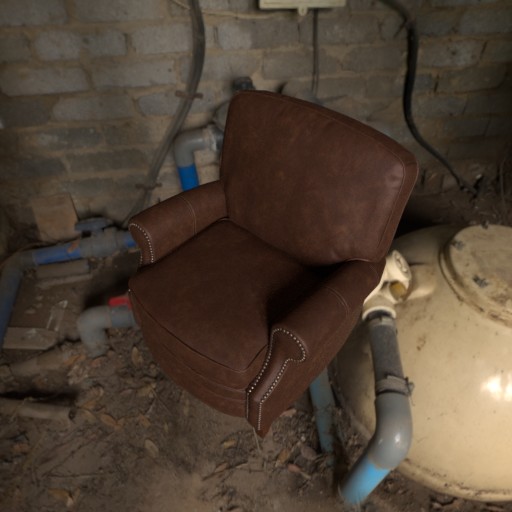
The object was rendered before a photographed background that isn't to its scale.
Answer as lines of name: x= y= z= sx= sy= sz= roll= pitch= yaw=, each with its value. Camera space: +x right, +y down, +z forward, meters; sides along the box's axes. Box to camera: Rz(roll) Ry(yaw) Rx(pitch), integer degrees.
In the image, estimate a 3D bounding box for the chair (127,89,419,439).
chair: x=0.000 y=0.000 z=1.790 sx=0.936 sy=1.018 sz=0.986 roll=32 pitch=53 yaw=28
